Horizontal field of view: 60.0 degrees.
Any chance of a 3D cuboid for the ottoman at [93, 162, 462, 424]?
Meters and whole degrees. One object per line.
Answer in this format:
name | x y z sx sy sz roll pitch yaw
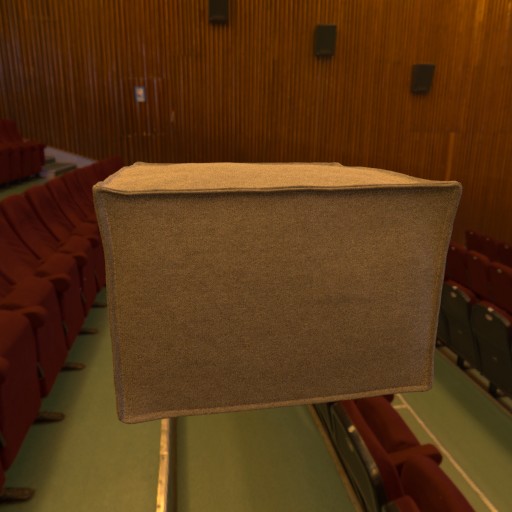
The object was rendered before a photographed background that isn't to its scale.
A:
ottoman | 0.000 0.000 1.152 0.696 0.470 0.707 -3 16 -9
